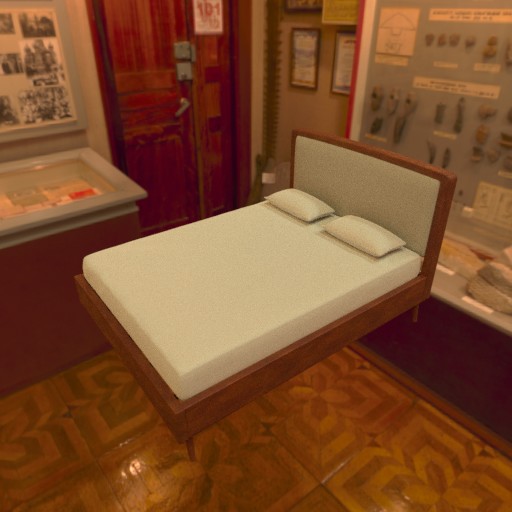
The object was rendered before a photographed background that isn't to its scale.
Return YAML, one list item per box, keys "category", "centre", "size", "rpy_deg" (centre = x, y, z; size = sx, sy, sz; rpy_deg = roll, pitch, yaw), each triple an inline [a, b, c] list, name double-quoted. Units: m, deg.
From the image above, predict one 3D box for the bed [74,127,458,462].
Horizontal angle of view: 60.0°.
- category: "bed"
  centre: [0.000, 0.000, 3.242]
  size: [2.196, 1.275, 1.587]
  rpy_deg: [-21, 36, -31]
